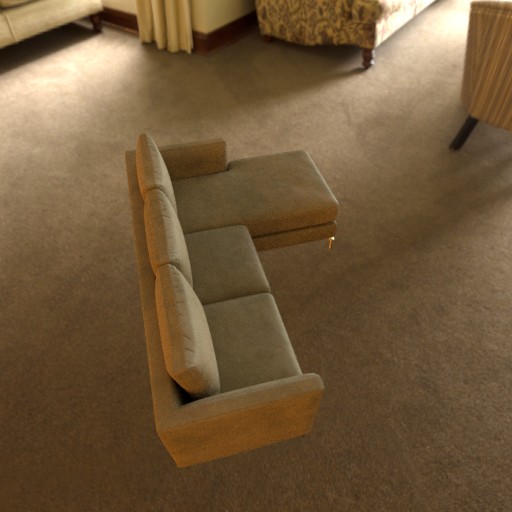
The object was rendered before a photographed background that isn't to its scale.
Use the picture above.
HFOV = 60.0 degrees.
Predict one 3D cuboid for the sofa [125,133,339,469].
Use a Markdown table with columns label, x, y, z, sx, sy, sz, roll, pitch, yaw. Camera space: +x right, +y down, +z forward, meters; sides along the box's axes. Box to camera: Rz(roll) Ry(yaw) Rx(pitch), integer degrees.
| label | x | y | z | sx | sy | sz | roll | pitch | yaw |
| --- | --- | --- | --- | --- | --- | --- | --- | --- | --- |
| sofa | 0.000 | 0.000 | 3.209 | 1.622 | 0.987 | 2.438 | -11 | 48 | -10 |
